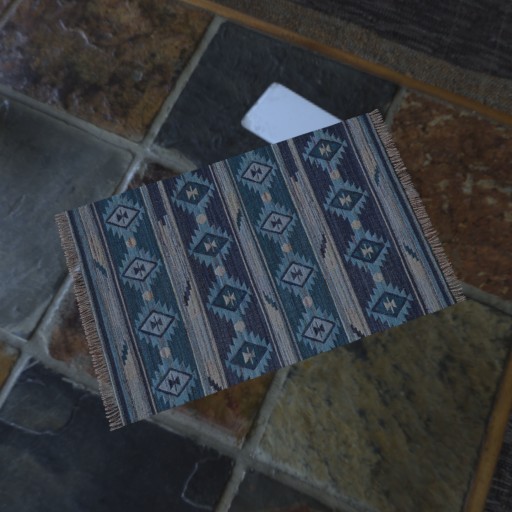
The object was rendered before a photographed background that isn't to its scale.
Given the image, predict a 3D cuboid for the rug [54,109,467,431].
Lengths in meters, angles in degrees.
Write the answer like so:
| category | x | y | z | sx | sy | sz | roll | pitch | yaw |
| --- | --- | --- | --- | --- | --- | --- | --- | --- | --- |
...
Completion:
| category | x | y | z | sx | sy | sz | roll | pitch | yaw |
| --- | --- | --- | --- | --- | --- | --- | --- | --- | --- |
| rug | 0.000 | 0.000 | 2.365 | 1.936 | 0.028 | 1.181 | -19 | 77 | -4 |
